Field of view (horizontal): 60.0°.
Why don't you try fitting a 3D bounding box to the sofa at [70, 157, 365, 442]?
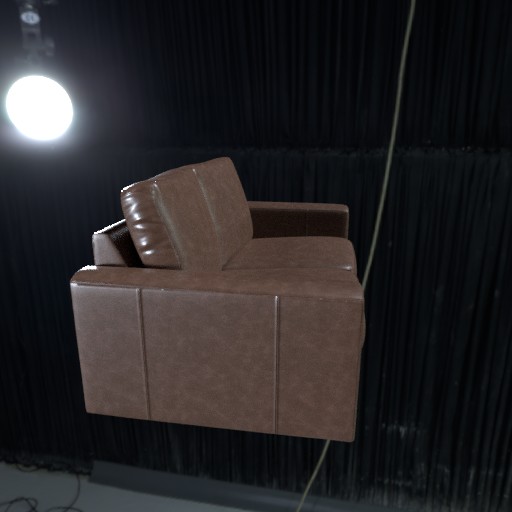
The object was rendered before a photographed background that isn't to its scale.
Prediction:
[{"bbox_3d":[0.000,0.000,2.206,1.016,0.873,1.616,3,17,9],"label":"sofa"}]
